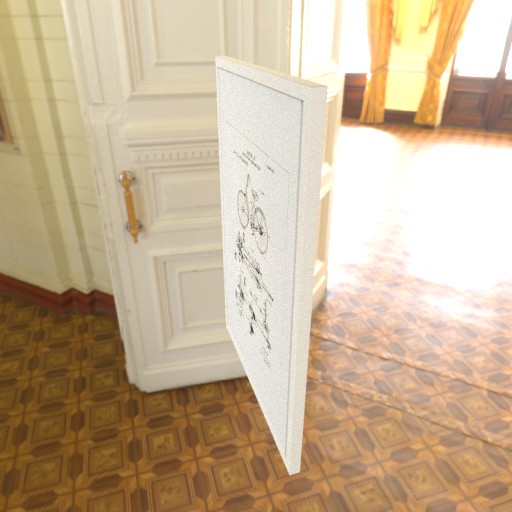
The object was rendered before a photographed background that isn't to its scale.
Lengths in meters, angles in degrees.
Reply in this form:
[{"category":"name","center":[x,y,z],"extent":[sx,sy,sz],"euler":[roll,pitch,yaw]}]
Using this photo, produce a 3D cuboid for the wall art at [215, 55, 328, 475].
[{"category":"wall art","center":[0.000,0.000,0.605],"extent":[0.015,0.477,0.332],"euler":[-9,29,-16]}]
